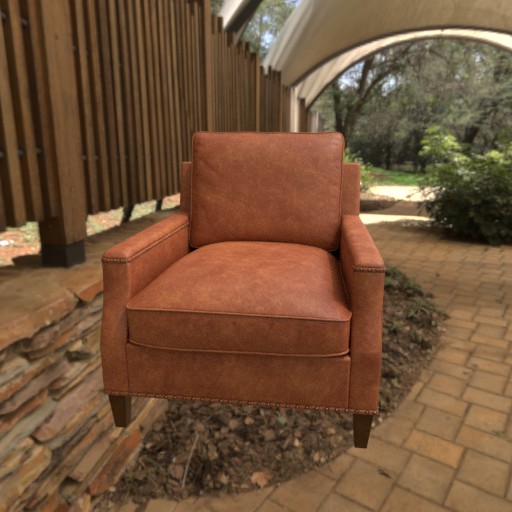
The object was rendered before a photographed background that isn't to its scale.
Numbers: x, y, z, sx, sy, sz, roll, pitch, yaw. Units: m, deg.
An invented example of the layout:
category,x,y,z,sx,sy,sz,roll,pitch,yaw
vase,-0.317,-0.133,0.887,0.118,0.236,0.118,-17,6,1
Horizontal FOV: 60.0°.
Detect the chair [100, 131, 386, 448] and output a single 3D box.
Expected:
category,x,y,z,sx,sy,sz,roll,pitch,yaw
chair,0.000,0.000,1.712,0.853,0.943,1.014,2,15,7
